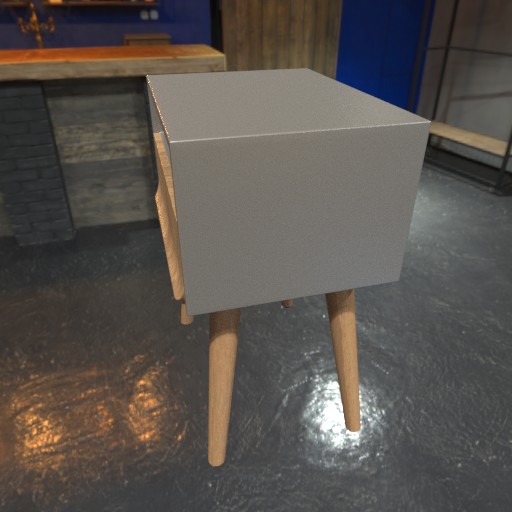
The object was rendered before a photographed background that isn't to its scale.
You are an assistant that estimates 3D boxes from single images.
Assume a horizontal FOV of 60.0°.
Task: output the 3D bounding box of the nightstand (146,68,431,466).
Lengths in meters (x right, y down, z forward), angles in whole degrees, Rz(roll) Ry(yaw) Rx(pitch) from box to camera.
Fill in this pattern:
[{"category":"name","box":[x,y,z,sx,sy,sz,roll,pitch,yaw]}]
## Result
[{"category":"nightstand","box":[0.000,0.000,0.724,0.288,0.508,0.370,-8,32,-13]}]
